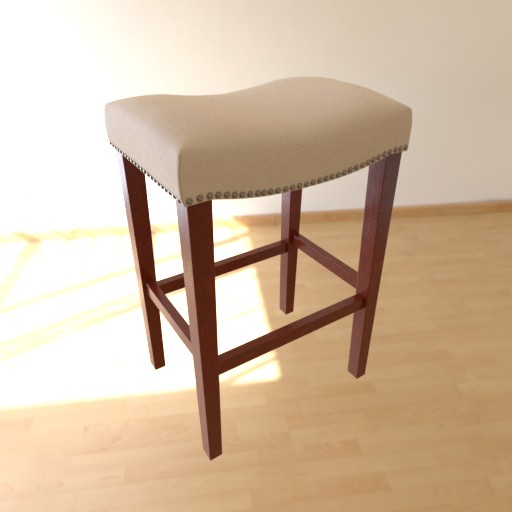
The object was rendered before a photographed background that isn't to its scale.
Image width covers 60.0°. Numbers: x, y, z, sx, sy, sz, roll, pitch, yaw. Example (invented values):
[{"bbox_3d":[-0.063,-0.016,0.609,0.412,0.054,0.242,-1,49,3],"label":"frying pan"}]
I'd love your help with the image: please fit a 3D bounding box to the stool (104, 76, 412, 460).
[{"bbox_3d":[0.000,0.000,1.046,0.504,0.742,0.372,-19,36,-27],"label":"stool"}]
